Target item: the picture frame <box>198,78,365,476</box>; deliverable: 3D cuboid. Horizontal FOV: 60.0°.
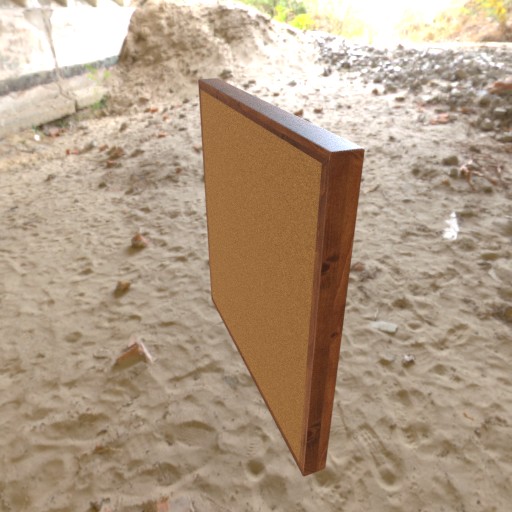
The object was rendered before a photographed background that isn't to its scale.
[{"bbox_3d":[0.000,0.000,0.536,0.028,0.356,0.352,-11,32,-18],"label":"picture frame"}]
